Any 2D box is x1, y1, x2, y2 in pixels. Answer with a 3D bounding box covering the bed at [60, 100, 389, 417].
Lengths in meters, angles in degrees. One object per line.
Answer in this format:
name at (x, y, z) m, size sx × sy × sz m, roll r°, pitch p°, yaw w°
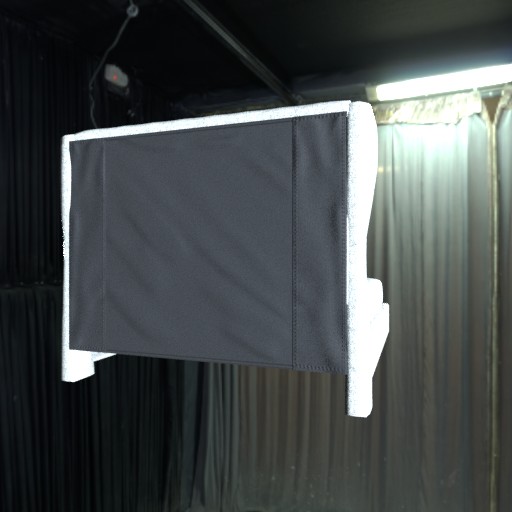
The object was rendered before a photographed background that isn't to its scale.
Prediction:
bed at (0.000, 0.000, 3.895) m, size 2.219 × 1.771 × 2.347 m, roll 0°, pitch 0°, yaw 20°
